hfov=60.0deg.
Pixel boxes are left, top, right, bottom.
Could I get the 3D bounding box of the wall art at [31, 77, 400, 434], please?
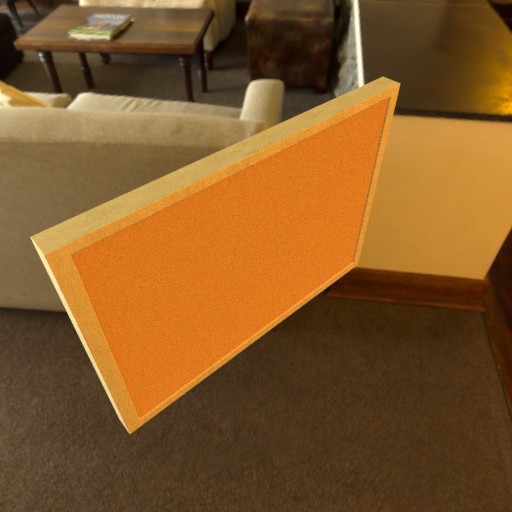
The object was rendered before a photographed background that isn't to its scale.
[{"bbox_3d":[0.000,0.000,0.662,0.532,0.380,0.032,-32,53,-28],"label":"wall art"}]
